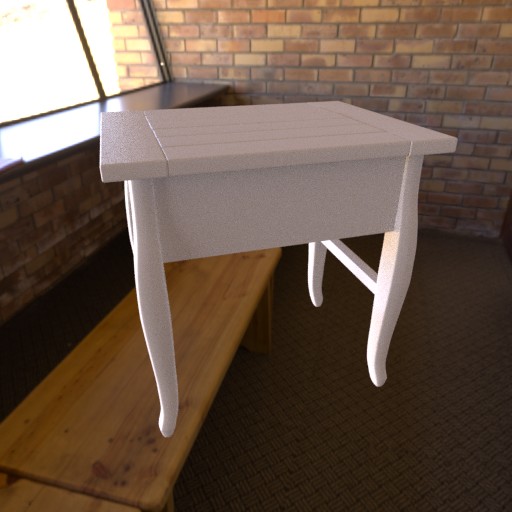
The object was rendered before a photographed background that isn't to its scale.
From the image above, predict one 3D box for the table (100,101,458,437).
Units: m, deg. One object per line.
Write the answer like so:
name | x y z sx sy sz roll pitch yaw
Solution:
table | 0.000 0.000 1.031 0.599 0.605 0.463 -8 28 -15
